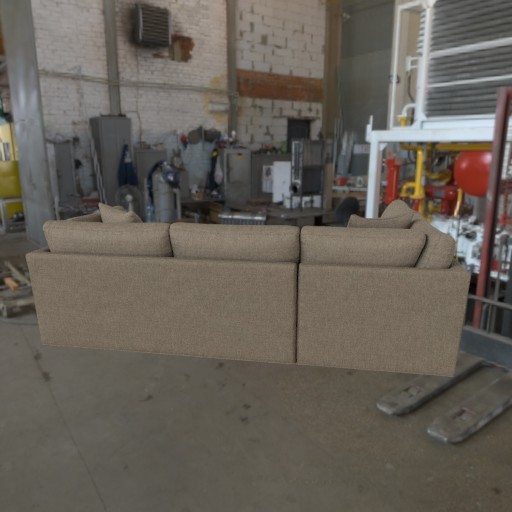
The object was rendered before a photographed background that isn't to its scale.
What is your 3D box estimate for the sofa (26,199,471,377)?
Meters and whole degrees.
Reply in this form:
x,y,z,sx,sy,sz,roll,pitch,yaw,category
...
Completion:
x,y,z,sx,sy,sz,roll,pitch,yaw,category
0.000,0.000,3.815,2.896,0.978,1.994,2,14,9,sofa
